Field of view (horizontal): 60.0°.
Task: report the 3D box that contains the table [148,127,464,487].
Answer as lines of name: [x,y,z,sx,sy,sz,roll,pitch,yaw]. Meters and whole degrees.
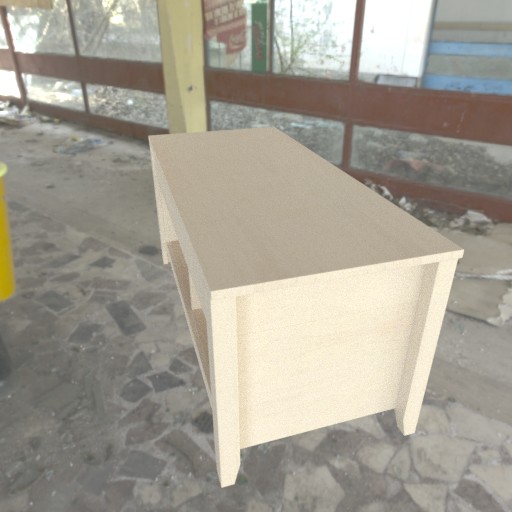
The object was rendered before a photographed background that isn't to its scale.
table: [0.000,0.000,1.265,0.457,0.483,1.016,-8,30,-15]
